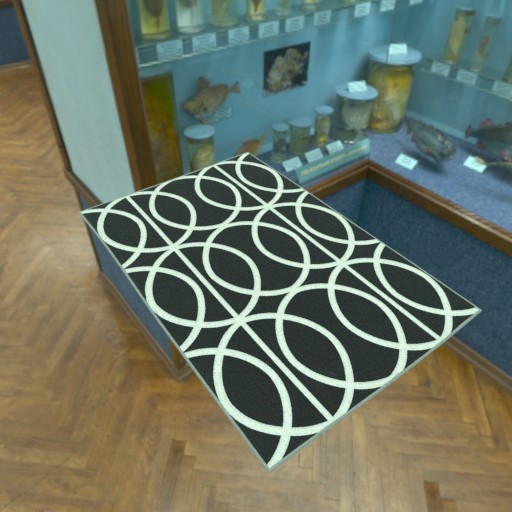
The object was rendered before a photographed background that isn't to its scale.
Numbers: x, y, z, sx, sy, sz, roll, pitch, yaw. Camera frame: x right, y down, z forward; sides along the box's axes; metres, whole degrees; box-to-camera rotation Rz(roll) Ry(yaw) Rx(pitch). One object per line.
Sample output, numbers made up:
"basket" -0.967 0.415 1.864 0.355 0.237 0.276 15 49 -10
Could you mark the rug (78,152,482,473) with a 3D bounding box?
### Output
"rug" 0.000 0.000 2.860 1.526 0.014 2.290 -26 48 -26
